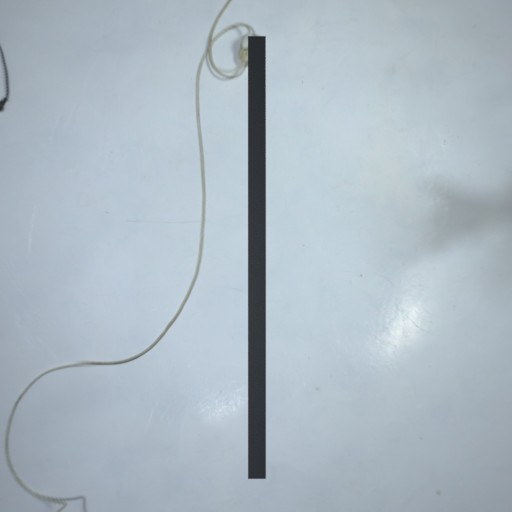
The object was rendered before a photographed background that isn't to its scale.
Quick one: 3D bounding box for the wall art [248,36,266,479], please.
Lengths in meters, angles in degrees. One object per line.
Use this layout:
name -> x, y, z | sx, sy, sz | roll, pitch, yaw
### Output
wall art -> 0.000, 0.000, 1.161 | 0.031, 0.775, 0.773 | 0, 91, 0
